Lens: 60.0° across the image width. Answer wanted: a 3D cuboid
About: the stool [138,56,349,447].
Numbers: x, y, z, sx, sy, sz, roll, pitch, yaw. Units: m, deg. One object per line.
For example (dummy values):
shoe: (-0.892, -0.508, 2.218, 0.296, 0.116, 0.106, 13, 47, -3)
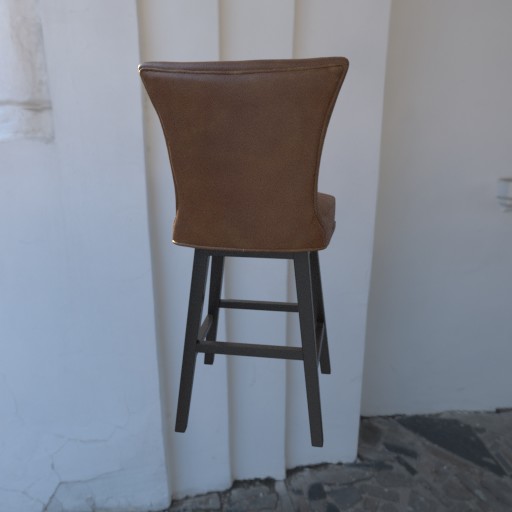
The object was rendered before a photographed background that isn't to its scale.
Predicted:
stool: (0.000, 0.000, 1.416, 0.522, 1.094, 0.585, 2, 15, 9)
